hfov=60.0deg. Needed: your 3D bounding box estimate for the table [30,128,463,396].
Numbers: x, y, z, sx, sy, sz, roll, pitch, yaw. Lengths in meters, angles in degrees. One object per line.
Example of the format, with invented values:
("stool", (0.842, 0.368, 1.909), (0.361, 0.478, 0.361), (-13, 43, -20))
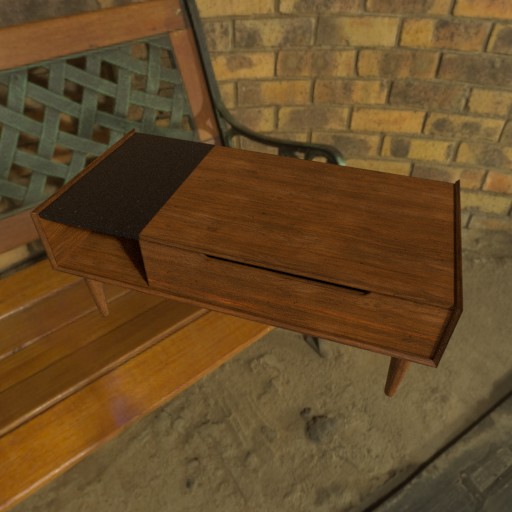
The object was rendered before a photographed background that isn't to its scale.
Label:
("table", (0.000, 0.000, 1.562), (1.221, 0.508, 0.610), (12, 43, 14))
